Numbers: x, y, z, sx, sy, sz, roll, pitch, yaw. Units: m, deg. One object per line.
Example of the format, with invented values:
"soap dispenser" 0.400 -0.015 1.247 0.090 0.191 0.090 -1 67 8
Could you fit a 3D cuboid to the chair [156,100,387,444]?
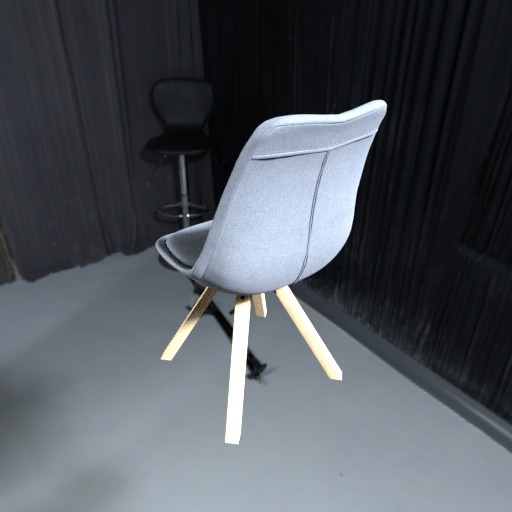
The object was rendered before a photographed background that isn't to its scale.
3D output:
"chair" 0.000 0.000 1.200 0.474 0.863 0.549 -20 36 -30
